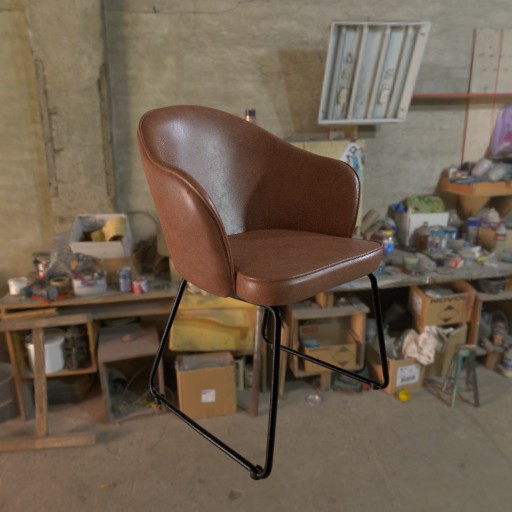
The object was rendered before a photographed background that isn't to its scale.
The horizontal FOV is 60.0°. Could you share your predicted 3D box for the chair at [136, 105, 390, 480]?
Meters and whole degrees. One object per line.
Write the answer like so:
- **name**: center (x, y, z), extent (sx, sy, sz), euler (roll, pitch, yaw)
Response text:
- **chair**: center (0.000, 0.000, 1.179), extent (0.580, 0.785, 0.582), euler (15, 21, 43)
